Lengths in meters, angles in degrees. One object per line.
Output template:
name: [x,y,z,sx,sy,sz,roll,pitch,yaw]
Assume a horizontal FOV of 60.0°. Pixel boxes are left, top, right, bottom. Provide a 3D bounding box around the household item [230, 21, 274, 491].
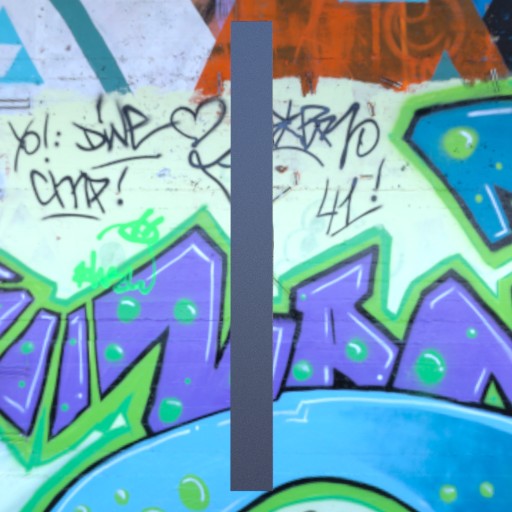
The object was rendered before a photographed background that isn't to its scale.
household item: [0.000,0.000,0.233,0.022,0.178,0.133,0,0,0]
